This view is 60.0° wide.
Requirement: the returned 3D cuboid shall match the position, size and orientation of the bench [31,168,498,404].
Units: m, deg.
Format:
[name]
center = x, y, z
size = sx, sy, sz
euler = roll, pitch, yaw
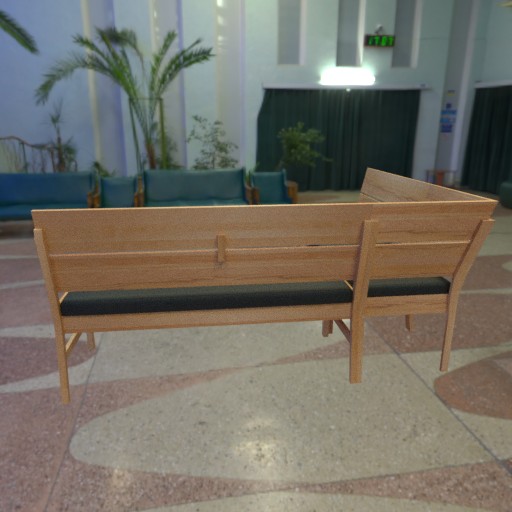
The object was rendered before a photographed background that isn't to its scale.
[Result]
[bench]
center = 0.000, 0.000, 2.688
size = 1.948, 0.890, 1.548
euler = -2, 17, -7
